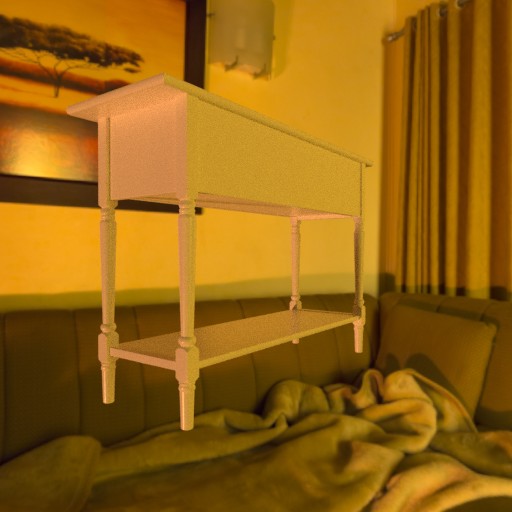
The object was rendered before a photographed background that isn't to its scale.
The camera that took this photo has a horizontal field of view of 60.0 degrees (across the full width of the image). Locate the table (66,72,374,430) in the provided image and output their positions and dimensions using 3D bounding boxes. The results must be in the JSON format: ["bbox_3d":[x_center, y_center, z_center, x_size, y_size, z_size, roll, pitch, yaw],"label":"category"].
[{"bbox_3d":[0.000,0.000,1.555,0.386,0.814,1.191,0,1,37],"label":"table"}]
